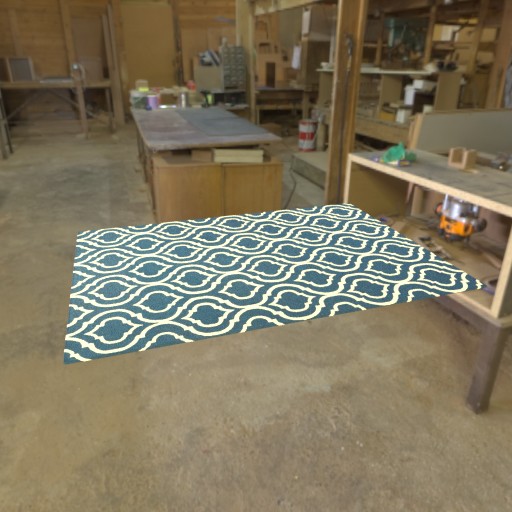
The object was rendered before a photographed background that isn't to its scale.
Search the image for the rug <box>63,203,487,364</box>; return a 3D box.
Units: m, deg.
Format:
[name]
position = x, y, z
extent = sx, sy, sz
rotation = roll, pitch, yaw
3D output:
[rug]
position = 0.000, 0.000, 2.749
extent = 2.134, 0.010, 1.524
rotation = -8, 26, -16
